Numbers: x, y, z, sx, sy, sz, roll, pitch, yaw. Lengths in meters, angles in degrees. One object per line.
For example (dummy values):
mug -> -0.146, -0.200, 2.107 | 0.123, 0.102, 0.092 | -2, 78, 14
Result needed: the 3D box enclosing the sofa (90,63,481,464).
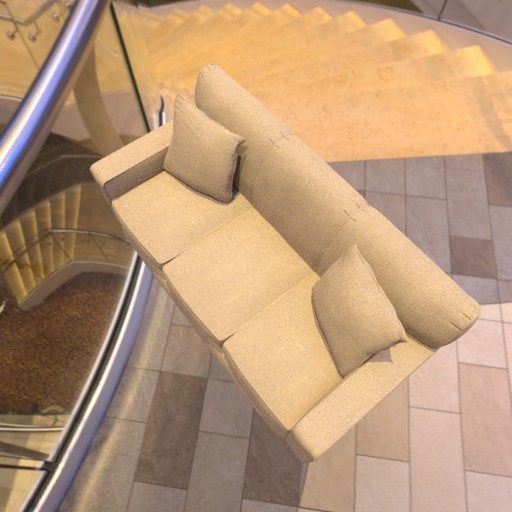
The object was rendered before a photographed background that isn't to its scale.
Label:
sofa -> 0.000, 0.000, 2.516 | 0.997, 0.958, 2.024 | -35, 68, -17
